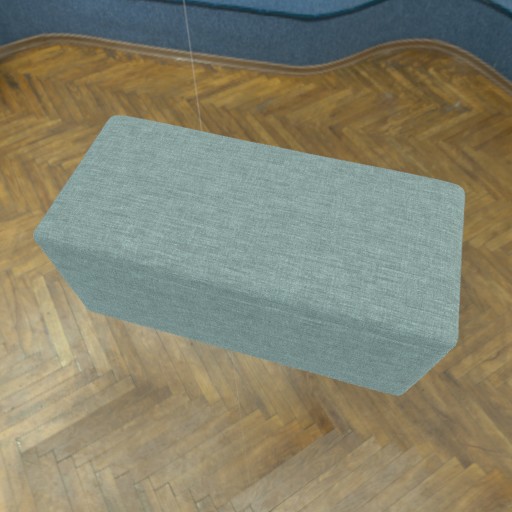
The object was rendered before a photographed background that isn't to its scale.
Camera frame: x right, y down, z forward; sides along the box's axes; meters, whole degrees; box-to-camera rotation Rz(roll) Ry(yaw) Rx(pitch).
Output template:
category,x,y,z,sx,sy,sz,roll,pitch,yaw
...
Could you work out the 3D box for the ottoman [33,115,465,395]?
category,x,y,z,sx,sy,sz,roll,pitch,yaw
ottoman,0.000,0.000,1.131,0.902,0.432,0.419,14,59,8
